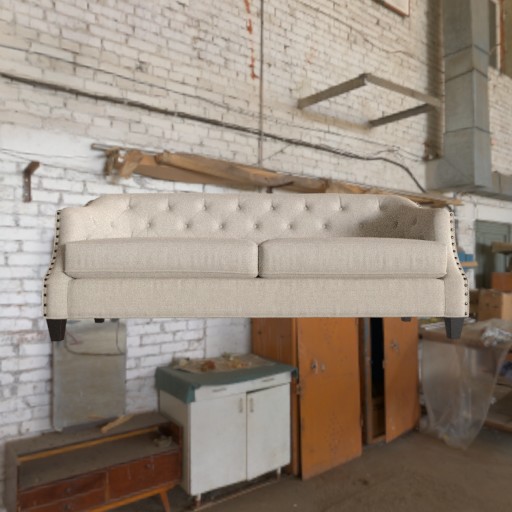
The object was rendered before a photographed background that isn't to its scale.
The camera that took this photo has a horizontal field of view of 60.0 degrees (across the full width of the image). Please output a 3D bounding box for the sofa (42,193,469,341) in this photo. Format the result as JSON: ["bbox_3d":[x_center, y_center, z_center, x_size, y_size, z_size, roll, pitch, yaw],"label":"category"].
[{"bbox_3d":[0.000,0.000,2.747,2.235,0.901,0.914,0,-1,-2],"label":"sofa"}]
